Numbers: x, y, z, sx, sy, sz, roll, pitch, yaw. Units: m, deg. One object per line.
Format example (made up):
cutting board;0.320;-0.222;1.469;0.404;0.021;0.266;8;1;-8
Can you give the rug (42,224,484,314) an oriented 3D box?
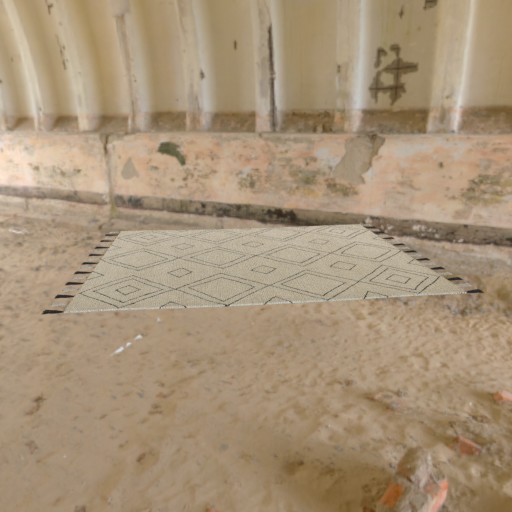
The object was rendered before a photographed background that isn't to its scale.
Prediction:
rug;0.000;0.000;4.292;3.221;0.026;2.342;-2;17;-7
